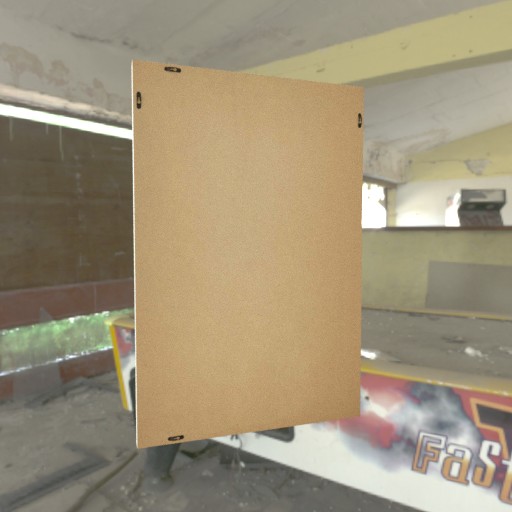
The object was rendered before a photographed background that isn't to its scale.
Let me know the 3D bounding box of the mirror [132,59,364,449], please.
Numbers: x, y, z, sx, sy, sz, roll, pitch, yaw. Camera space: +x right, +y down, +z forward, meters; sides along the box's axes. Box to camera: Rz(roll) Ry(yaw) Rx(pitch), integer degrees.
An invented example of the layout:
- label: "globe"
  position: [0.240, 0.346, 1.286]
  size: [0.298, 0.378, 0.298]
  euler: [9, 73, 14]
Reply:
- label: "mirror"
  position: [0.000, 0.000, 1.150]
  size: [0.609, 0.914, 0.041]
  euler: [-1, 3, -18]
